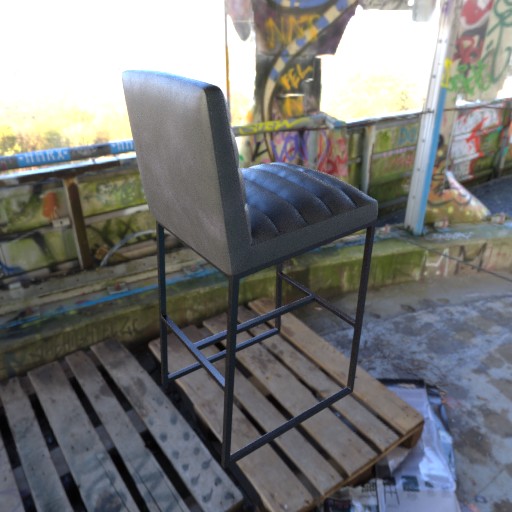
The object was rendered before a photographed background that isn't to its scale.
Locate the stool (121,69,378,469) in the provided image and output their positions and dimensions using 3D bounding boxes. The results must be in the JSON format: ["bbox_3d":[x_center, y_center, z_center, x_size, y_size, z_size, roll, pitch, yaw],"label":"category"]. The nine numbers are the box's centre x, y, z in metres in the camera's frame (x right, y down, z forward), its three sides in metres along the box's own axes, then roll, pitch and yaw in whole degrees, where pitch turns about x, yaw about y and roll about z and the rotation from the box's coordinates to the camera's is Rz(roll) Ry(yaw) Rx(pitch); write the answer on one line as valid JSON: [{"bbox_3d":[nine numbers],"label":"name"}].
[{"bbox_3d":[0.000,0.000,1.352,0.562,1.065,0.463,-18,32,-31],"label":"stool"}]
